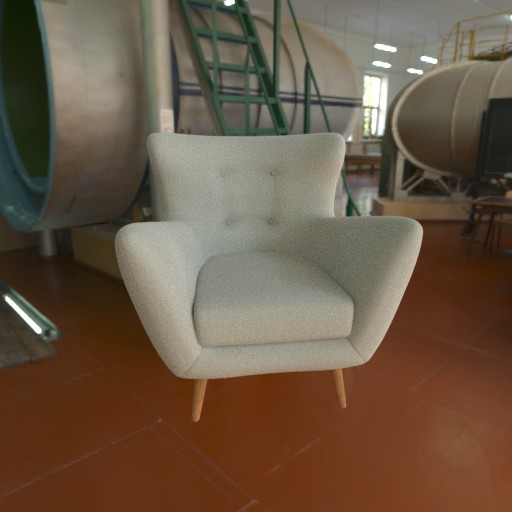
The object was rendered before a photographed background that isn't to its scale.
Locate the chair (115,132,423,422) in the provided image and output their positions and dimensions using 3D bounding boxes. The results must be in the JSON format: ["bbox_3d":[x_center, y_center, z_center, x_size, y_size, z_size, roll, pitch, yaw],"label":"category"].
[{"bbox_3d":[0.000,0.000,1.657,0.890,0.889,0.889,-2,16,-8],"label":"chair"}]
